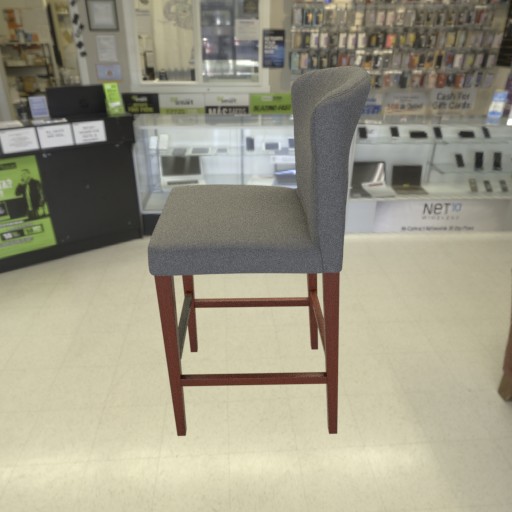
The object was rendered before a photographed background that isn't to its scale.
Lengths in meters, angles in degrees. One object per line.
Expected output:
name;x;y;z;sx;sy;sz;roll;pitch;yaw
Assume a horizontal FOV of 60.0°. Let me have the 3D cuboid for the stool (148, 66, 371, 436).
stool;0.000;0.000;1.365;0.568;1.069;0.481;-1;28;-1
